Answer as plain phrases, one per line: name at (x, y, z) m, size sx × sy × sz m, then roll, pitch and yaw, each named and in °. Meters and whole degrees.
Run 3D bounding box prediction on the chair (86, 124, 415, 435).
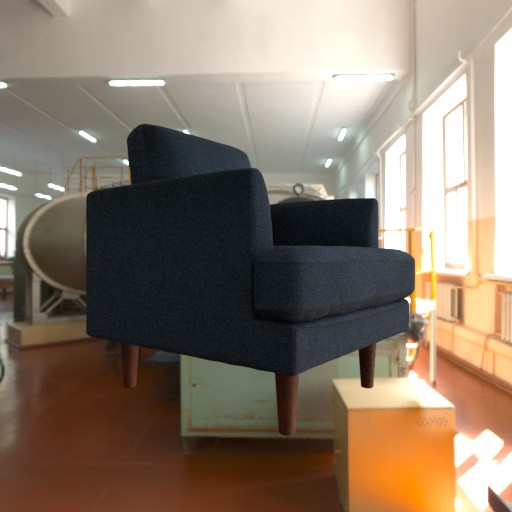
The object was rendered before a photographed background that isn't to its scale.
chair at (0.000, 0.000, 1.607) m, size 0.899 × 0.957 × 0.858 m, roll 0°, pitch 0°, yaw 38°
